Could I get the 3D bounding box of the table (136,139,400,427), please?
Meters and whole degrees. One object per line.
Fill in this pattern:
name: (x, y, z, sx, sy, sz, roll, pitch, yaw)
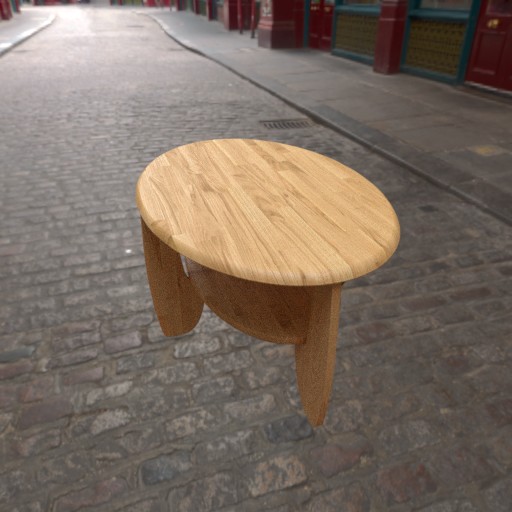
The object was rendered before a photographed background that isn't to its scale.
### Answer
table: (0.000, 0.000, 1.425, 0.690, 0.490, 1.040, -10, 32, -16)
